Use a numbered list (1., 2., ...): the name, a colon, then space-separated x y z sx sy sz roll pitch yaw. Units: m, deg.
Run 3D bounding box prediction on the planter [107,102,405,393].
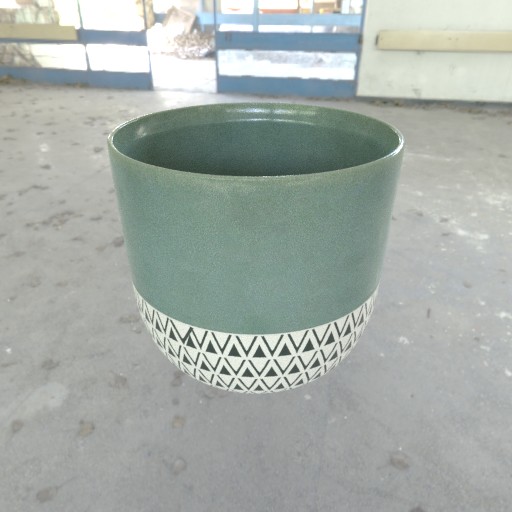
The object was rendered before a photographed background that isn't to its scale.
1. planter: 0.000 0.000 0.477 0.266 0.270 0.266 0 30 0
